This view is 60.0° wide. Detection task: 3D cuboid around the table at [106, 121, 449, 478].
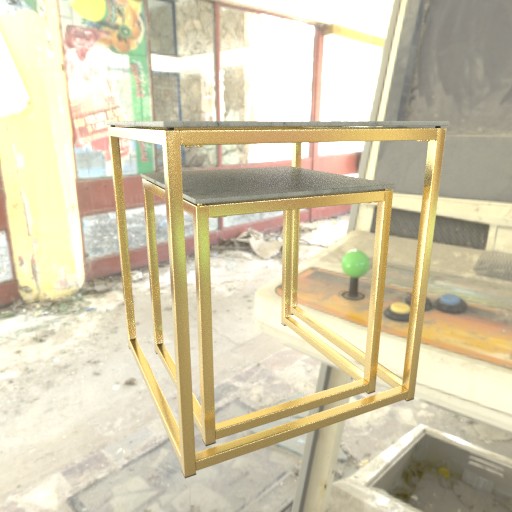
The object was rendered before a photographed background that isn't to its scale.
[{"bbox_3d":[0.000,0.000,0.860,0.450,0.500,0.450,-8,19,-25],"label":"table"}]
